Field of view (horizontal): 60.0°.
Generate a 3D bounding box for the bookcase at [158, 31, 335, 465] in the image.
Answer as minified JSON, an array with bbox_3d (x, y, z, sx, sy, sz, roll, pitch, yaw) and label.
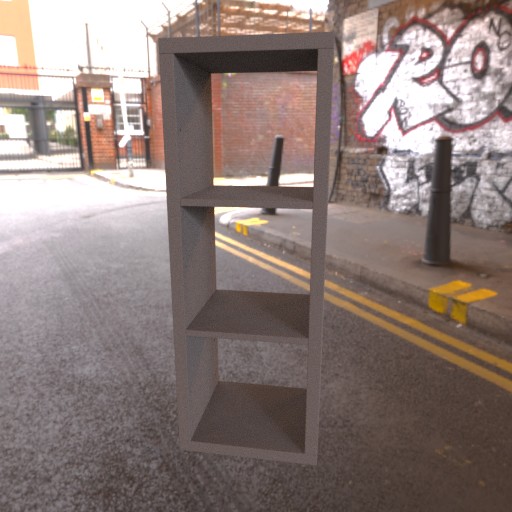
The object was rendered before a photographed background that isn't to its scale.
[{"bbox_3d":[0.000,0.000,1.258,0.390,1.080,0.330,2,15,9],"label":"bookcase"}]
